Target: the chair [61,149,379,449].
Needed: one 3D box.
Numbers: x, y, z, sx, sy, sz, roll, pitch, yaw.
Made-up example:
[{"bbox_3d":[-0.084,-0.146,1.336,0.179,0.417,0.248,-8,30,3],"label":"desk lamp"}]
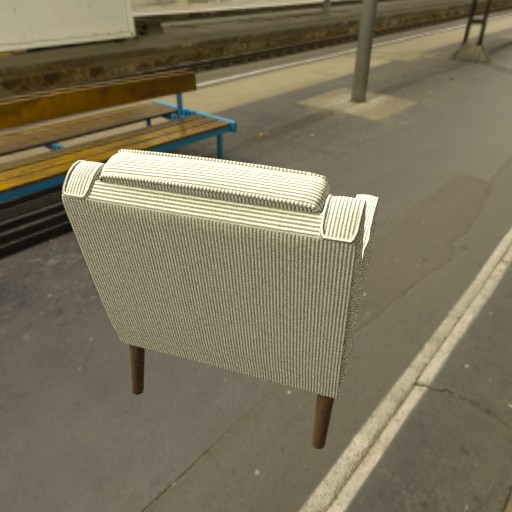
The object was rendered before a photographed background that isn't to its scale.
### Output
[{"bbox_3d":[0.000,0.000,1.343,0.663,0.792,0.743,10,34,16],"label":"chair"}]
